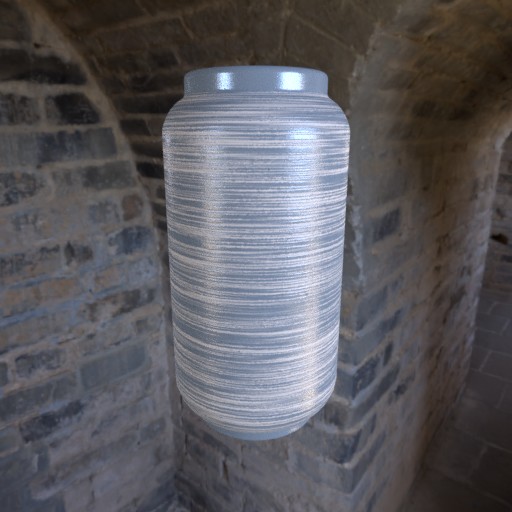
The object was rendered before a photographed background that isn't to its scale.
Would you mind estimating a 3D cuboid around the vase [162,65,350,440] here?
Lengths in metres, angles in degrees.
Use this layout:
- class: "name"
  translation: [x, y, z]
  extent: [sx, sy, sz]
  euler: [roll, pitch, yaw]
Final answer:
- class: "vase"
  translation: [0.000, 0.000, 0.302]
  extent: [0.116, 0.230, 0.116]
  euler: [0, 16, 0]
